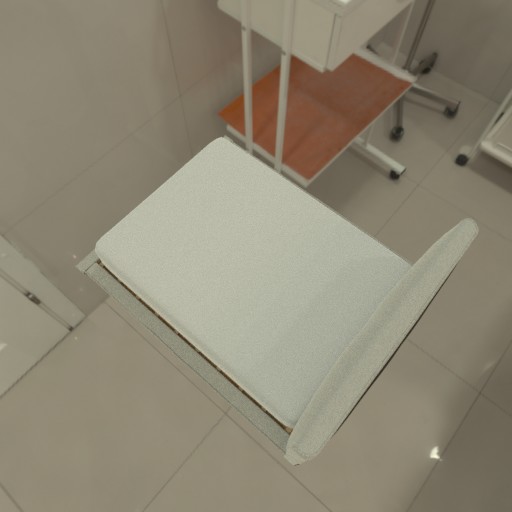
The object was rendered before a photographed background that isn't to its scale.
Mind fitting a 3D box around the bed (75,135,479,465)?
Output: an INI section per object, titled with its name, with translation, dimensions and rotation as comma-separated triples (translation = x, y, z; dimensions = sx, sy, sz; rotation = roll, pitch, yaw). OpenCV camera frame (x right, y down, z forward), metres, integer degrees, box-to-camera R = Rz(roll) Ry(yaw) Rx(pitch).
[bed]
translation = 0.000, 0.000, 3.345
dimensions = 2.368, 1.067, 1.840
rotation = 37, 69, 17
